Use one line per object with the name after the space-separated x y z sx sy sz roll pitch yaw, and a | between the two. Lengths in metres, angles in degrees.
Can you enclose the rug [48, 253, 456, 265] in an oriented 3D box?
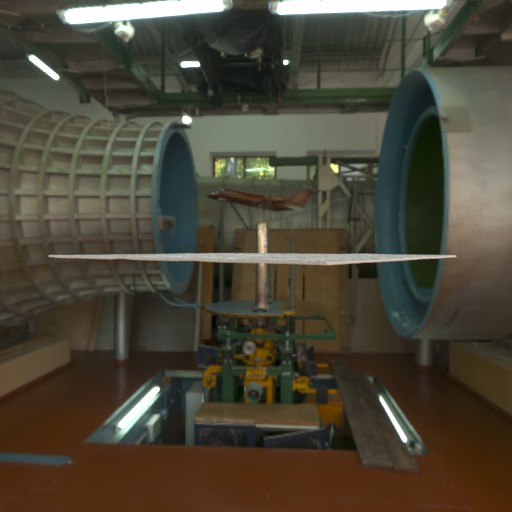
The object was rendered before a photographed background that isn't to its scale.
0.000 0.000 0.911 0.639 0.006 0.548 1 1 38 | rug
